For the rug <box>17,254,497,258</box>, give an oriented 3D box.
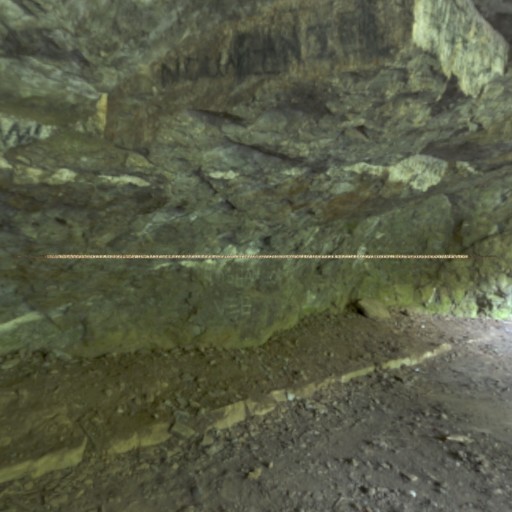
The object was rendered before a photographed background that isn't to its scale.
[{"bbox_3d":[0.000,0.000,2.009,1.718,0.017,0.905,0,0,0],"label":"rug"}]
